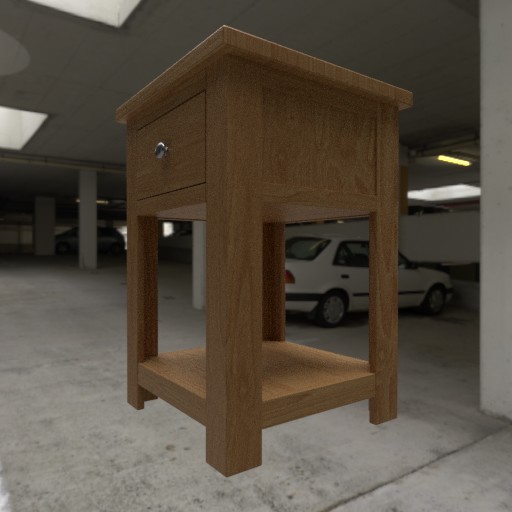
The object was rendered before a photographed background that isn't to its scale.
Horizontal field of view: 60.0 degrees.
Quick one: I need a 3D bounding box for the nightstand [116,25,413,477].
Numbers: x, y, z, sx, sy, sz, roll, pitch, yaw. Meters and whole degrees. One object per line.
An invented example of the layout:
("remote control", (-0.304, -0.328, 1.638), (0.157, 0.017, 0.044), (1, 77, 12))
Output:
("nightstand", (0.000, 0.000, 0.881), (0.418, 0.614, 0.428), (0, 0, -36))
